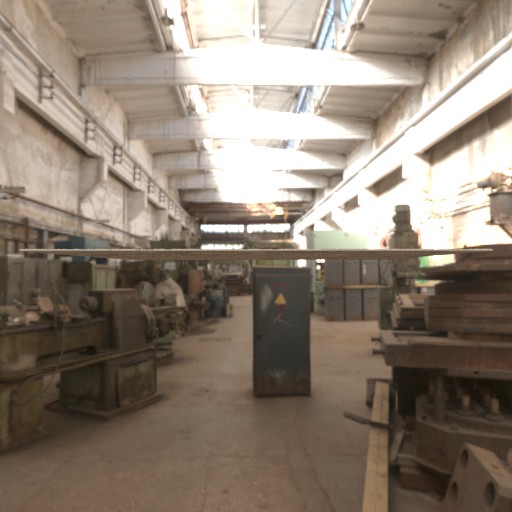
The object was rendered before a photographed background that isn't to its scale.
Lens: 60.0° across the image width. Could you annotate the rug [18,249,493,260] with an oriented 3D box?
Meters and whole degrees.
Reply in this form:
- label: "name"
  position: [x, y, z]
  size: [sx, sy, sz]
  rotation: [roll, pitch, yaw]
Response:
- label: "rug"
  position: [0.000, 0.000, 4.028]
  size: [3.040, 0.014, 2.423]
  rotation: [0, -2, 1]
